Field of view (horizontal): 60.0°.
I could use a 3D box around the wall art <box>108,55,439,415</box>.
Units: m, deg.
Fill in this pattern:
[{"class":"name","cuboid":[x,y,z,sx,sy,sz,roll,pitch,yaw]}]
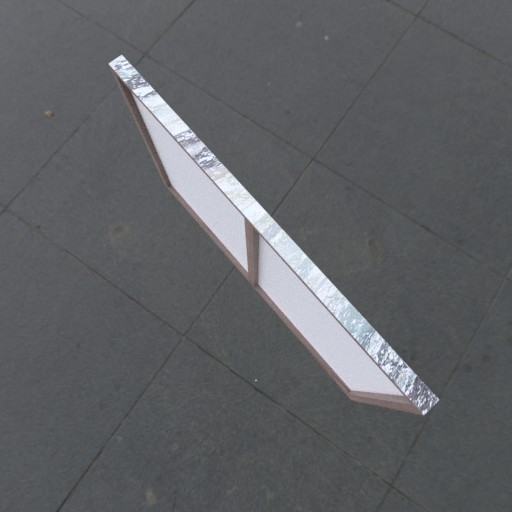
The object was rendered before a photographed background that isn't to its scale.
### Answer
[{"class":"wall art","cuboid":[0.000,0.000,1.133,0.038,0.598,0.919,-39,78,-10]}]
